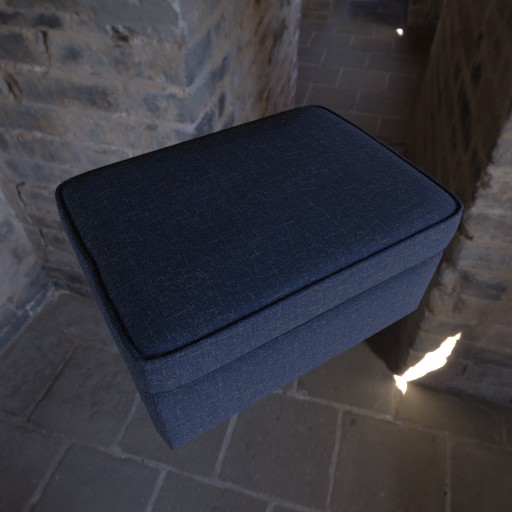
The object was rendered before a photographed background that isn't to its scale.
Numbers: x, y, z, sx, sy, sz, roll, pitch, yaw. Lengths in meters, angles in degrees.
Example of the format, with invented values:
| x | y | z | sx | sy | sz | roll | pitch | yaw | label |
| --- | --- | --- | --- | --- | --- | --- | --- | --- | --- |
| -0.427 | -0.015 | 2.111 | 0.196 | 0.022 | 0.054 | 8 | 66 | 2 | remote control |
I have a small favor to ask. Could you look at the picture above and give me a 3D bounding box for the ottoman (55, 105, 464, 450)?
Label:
| x | y | z | sx | sy | sz | roll | pitch | yaw | label |
| --- | --- | --- | --- | --- | --- | --- | --- | --- | --- |
| 0.000 | 0.000 | 1.072 | 0.749 | 0.450 | 0.549 | -24 | 51 | -21 | ottoman |
